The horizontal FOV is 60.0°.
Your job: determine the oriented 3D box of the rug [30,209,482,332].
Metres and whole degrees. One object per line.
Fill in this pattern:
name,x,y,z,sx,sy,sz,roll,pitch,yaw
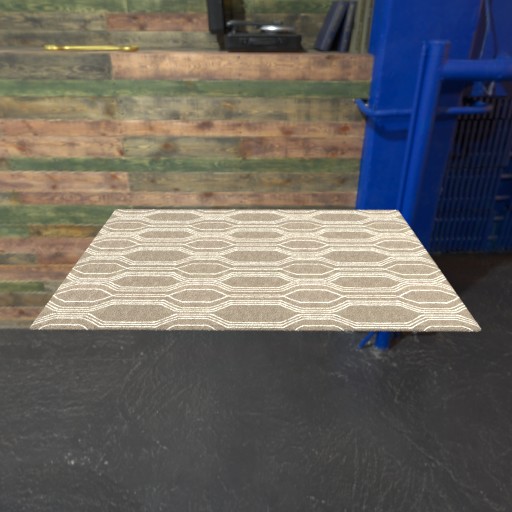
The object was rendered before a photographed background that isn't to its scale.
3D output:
rug,0.000,0.000,2.336,1.836,0.012,1.239,0,29,0
